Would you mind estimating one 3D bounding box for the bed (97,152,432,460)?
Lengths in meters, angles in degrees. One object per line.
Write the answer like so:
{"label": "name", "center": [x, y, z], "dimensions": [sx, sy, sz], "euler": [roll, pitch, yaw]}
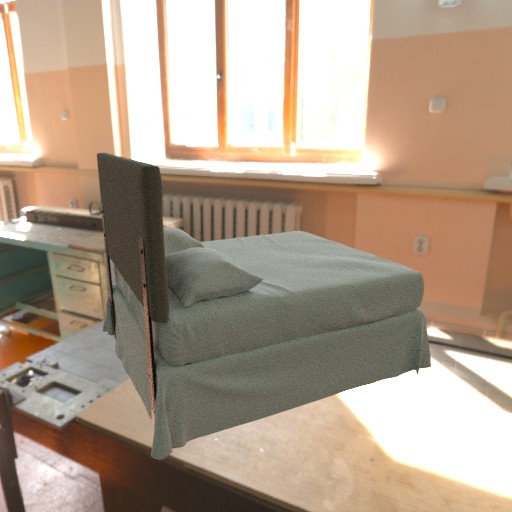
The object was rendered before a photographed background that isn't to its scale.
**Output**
{"label": "bed", "center": [0.000, 0.000, 3.506], "dimensions": [2.222, 1.577, 1.936], "euler": [-8, 17, -26]}
